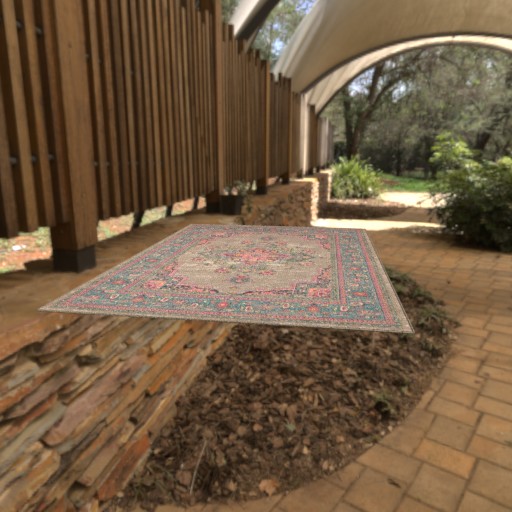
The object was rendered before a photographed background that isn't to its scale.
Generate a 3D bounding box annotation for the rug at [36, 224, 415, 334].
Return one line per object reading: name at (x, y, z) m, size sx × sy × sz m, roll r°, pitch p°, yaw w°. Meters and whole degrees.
rug at (0.000, 0.000, 3.670) m, size 2.005 × 0.013 × 2.890 m, roll 2°, pitch 14°, yaw 9°
